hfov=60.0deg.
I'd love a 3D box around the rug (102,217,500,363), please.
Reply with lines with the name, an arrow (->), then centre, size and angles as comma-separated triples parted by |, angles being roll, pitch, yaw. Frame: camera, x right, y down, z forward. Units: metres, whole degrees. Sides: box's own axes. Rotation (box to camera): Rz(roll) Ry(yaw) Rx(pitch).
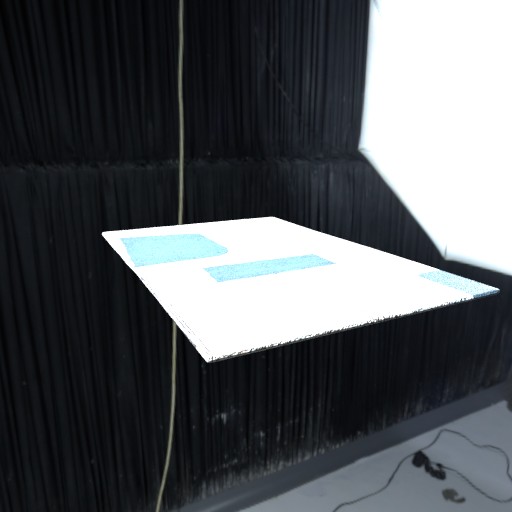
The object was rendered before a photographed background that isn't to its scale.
rug -> 0.000, 0.000, 2.272 | 1.238, 0.020, 1.847 | -8, 17, -26
